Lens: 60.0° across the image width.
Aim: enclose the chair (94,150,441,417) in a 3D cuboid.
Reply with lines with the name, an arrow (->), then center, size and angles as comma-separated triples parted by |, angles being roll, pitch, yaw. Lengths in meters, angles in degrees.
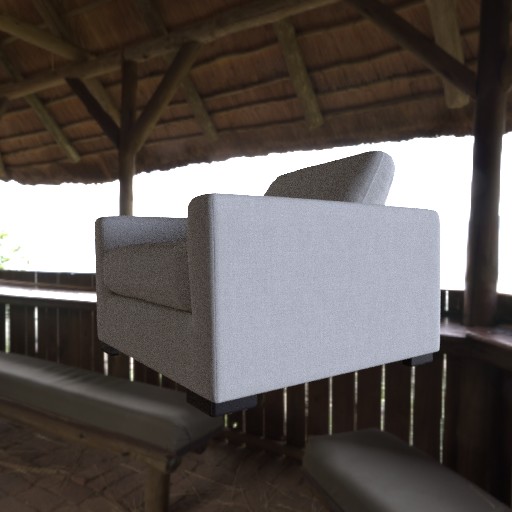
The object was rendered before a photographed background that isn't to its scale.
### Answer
chair -> 0.000, 0.000, 1.913 | 1.100, 0.876, 1.070 | -1, 1, -36
